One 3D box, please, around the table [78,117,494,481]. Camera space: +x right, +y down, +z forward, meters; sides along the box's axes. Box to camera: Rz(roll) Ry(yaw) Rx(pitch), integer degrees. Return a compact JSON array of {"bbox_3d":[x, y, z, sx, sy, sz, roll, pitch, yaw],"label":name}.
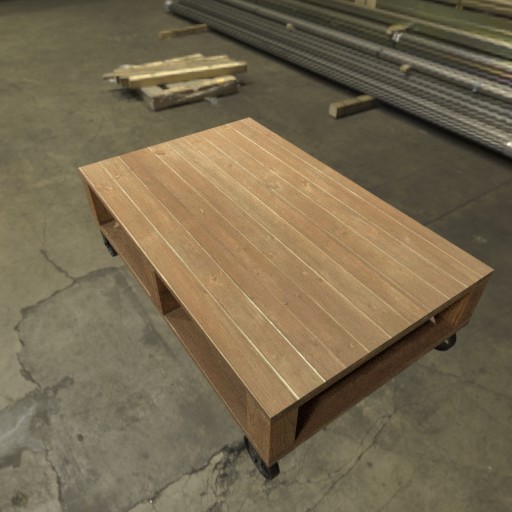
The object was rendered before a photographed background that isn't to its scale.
[{"bbox_3d":[0.000,0.000,1.680,0.827,0.413,1.299,-25,47,-25],"label":"table"}]
